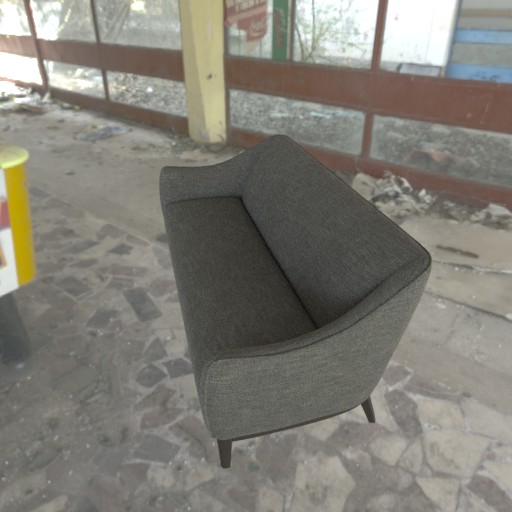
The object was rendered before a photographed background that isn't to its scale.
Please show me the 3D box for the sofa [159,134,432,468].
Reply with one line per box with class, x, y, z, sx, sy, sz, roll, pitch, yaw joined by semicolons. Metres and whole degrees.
sofa;0.000;0.000;2.346;0.867;0.829;1.928;-8;31;-13
